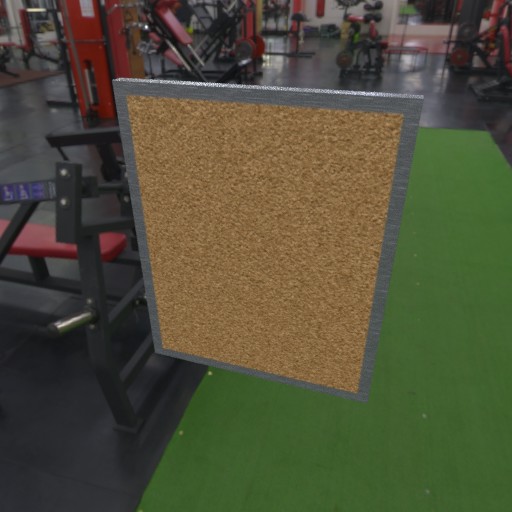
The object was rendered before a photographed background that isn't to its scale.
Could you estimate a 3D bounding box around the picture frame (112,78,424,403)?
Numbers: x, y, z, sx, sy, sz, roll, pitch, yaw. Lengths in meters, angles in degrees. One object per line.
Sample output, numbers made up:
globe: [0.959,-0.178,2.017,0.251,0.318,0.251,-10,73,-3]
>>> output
picture frame: [0.000,0.000,0.773,0.454,0.559,0.029,9,32,15]
